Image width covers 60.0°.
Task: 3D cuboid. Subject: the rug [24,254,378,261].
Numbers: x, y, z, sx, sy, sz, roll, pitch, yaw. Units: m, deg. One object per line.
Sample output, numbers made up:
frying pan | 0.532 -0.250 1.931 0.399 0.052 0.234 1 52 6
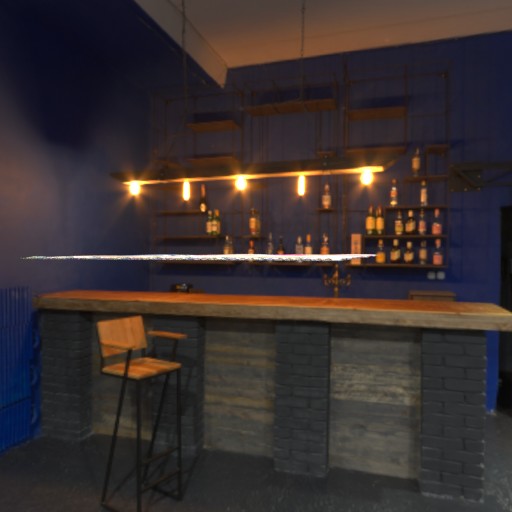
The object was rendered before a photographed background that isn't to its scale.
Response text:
rug | 0.000 0.000 2.218 1.084 0.013 1.849 0 0 19
